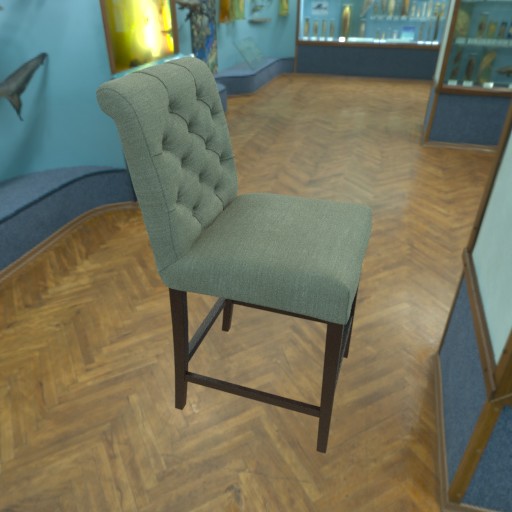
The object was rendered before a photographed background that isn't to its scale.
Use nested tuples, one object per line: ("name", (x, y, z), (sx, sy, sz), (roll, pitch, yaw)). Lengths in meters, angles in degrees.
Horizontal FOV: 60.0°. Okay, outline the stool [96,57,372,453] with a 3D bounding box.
("stool", (0.000, 0.000, 1.394), (0.660, 1.084, 0.486), (10, 34, 16))
